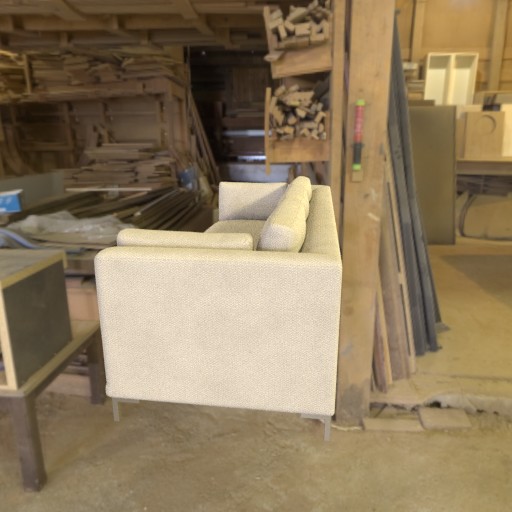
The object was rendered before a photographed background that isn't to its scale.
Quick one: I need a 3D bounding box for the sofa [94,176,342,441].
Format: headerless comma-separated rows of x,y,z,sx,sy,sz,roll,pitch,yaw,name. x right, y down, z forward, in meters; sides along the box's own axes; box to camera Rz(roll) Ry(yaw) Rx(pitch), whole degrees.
0.000,0.000,2.881,0.969,0.867,2.415,2,16,8,sofa
